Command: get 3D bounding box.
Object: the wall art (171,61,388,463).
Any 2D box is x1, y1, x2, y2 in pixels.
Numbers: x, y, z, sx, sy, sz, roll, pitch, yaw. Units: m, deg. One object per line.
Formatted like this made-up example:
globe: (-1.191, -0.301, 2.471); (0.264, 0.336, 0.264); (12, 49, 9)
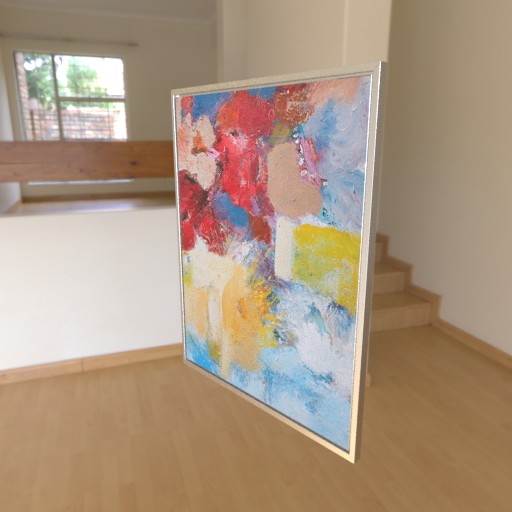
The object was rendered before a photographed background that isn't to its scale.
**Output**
wall art: (0.000, 0.000, 1.401); (0.030, 1.046, 0.816); (-14, 20, -43)
